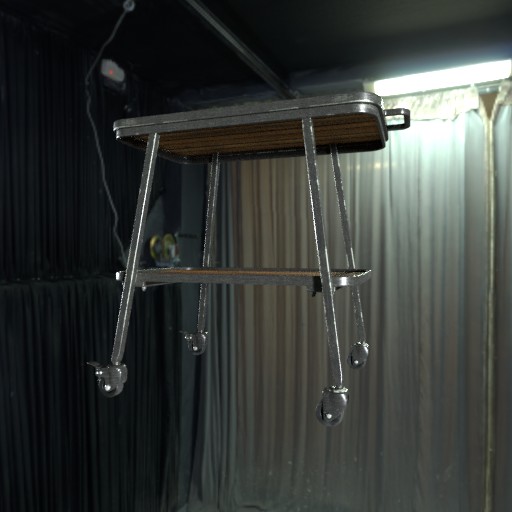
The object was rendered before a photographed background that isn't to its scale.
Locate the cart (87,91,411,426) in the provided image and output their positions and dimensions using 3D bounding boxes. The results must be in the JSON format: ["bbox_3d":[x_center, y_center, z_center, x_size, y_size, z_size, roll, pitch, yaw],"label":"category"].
[{"bbox_3d":[0.000,0.000,1.229,0.806,0.700,0.515,0,1,19],"label":"cart"}]
